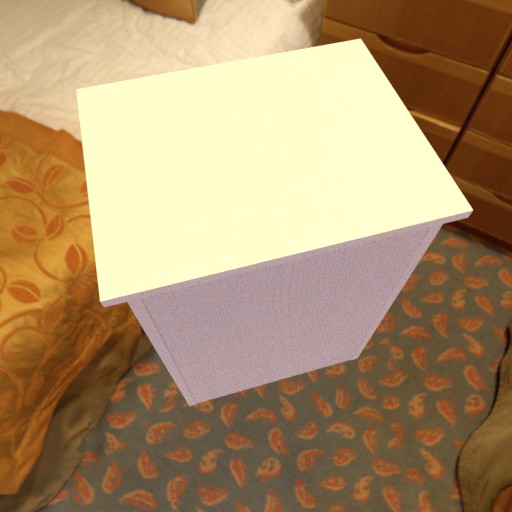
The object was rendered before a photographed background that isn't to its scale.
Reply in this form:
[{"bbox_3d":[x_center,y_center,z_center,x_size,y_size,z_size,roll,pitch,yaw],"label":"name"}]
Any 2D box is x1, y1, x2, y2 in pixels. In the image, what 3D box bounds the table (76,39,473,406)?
[{"bbox_3d":[0.000,0.000,0.909,0.480,0.635,0.381,-14,60,-8],"label":"table"}]
